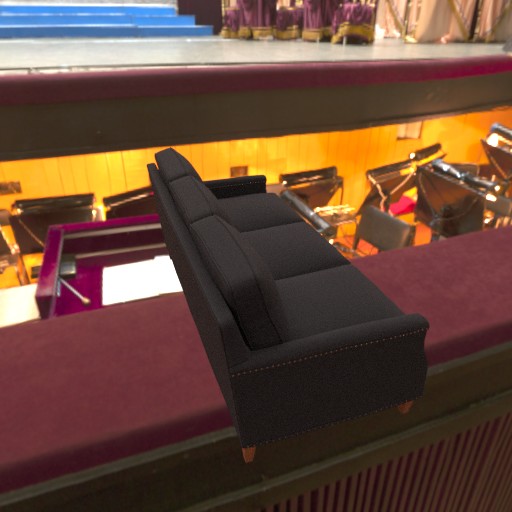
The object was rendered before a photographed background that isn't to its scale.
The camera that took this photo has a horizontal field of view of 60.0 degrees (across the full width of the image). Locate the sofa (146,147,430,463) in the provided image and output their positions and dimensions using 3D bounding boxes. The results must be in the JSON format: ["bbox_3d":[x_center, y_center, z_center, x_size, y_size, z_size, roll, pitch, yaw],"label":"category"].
[{"bbox_3d":[0.000,0.000,2.893,1.084,1.003,2.246,-10,31,-17],"label":"sofa"}]
